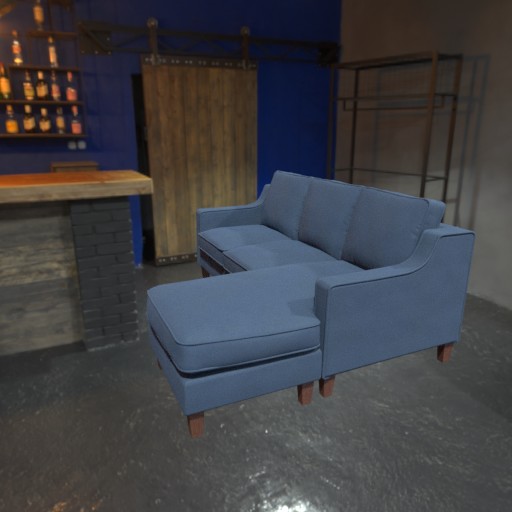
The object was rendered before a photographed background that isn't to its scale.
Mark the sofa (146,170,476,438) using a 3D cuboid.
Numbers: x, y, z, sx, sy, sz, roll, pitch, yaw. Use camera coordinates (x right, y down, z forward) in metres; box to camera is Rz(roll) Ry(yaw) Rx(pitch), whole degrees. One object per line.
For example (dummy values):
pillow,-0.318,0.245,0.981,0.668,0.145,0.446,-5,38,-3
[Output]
sofa,0.000,0.000,3.345,1.858,1.066,2.317,-8,19,-24
